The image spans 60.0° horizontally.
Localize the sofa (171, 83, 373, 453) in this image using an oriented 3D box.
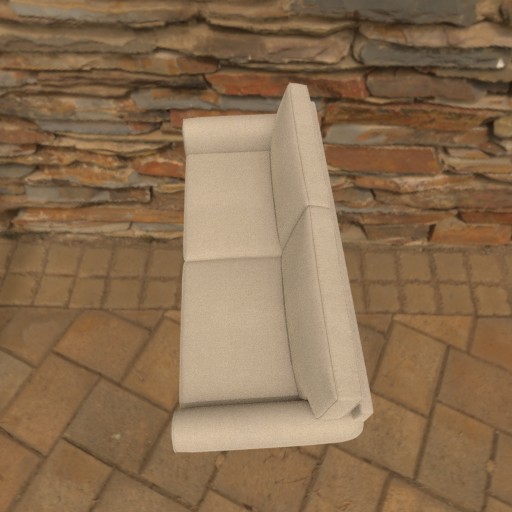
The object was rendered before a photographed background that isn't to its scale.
[{"bbox_3d":[0.000,0.000,2.647,0.901,0.962,2.146,-3,59,-2],"label":"sofa"}]
